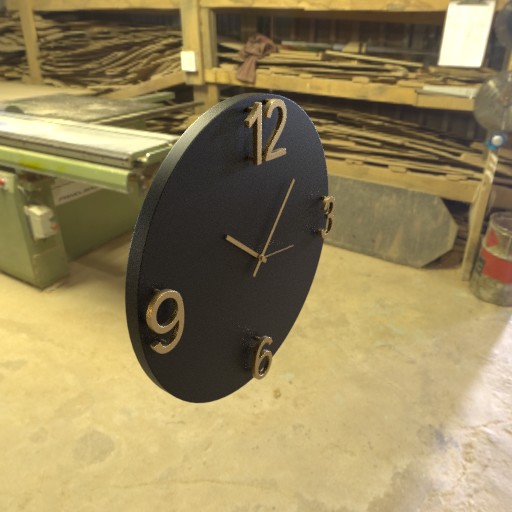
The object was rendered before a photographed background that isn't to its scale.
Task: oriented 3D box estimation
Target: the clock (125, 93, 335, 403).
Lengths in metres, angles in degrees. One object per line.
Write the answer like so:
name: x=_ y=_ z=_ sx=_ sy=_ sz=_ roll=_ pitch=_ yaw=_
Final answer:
clock: x=0.000 y=0.000 z=0.658 sx=0.038 sy=0.454 sz=0.454 roll=18 pitch=32 yaw=31
